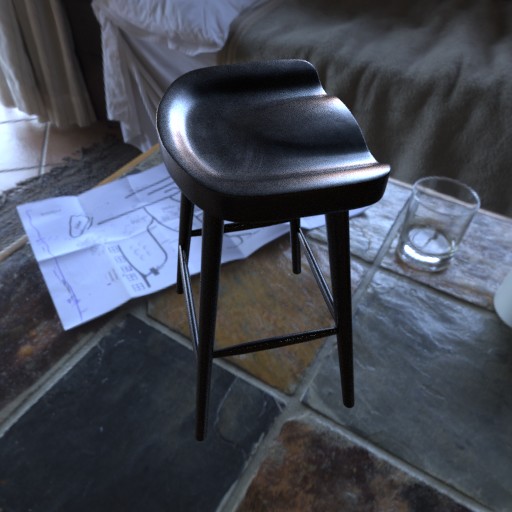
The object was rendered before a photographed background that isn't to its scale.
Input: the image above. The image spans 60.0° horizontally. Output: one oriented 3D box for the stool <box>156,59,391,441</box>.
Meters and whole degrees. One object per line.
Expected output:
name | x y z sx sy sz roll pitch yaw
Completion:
stool | 0.000 0.000 0.898 0.361 0.615 0.440 -9 46 -9
